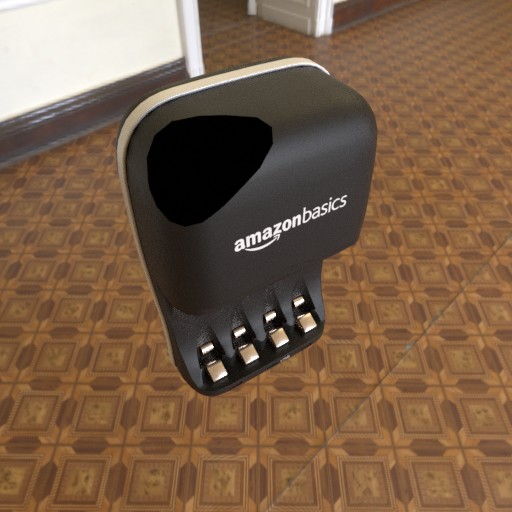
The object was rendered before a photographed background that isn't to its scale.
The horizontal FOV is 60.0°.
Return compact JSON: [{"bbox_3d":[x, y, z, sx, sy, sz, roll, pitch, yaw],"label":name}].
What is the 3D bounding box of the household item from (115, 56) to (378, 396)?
[{"bbox_3d":[0.000,0.000,0.147,0.070,0.114,0.038,-24,50,-22],"label":"household item"}]
